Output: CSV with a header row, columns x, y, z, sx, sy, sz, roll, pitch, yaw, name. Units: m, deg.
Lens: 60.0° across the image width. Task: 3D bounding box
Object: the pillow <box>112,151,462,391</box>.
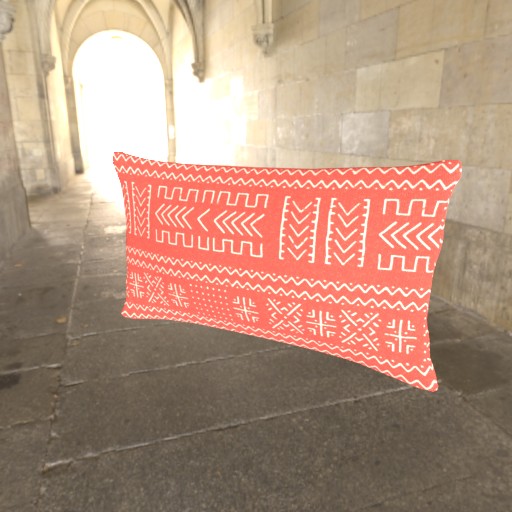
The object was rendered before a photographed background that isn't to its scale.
x,y,z,sx,sy,sz,roll,pitch,yaw,name
0.000,0.000,0.787,0.640,0.352,0.130,8,17,26,pillow
